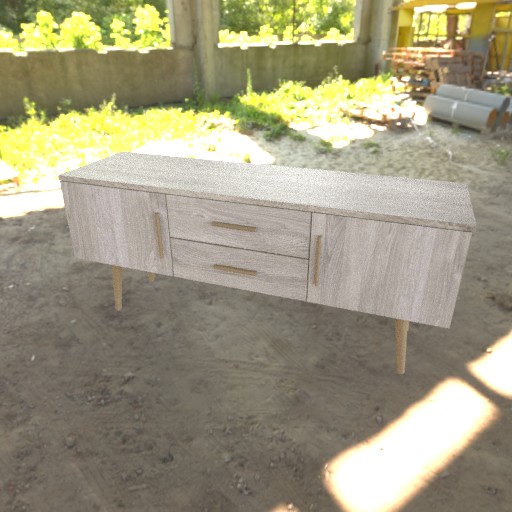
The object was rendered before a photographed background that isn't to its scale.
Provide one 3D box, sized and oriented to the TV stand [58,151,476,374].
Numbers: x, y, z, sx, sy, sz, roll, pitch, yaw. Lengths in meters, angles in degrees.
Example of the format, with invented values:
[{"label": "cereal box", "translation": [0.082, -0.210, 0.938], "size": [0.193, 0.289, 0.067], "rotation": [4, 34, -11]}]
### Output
[{"label": "TV stand", "translation": [0.000, 0.000, 1.595], "size": [1.313, 0.565, 0.401], "rotation": [9, 28, 18]}]
